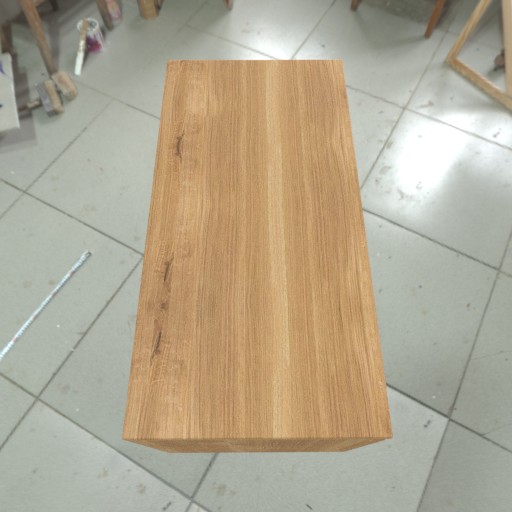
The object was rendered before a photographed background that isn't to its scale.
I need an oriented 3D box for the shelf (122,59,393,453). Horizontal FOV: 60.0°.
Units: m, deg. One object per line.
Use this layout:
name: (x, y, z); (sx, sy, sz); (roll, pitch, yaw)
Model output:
shelf: (0.000, 0.000, 1.009); (0.400, 0.400, 0.800); (0, 63, 0)
